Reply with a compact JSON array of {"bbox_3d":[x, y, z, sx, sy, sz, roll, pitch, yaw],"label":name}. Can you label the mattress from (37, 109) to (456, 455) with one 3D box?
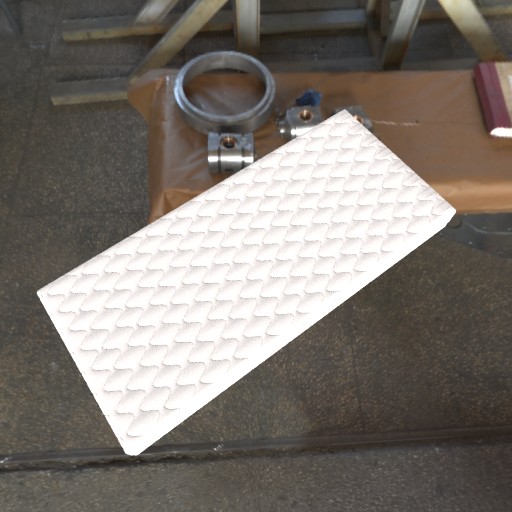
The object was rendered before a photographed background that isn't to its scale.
[{"bbox_3d":[0.000,0.000,2.317,2.000,0.200,0.900,-33,68,-15],"label":"mattress"}]
